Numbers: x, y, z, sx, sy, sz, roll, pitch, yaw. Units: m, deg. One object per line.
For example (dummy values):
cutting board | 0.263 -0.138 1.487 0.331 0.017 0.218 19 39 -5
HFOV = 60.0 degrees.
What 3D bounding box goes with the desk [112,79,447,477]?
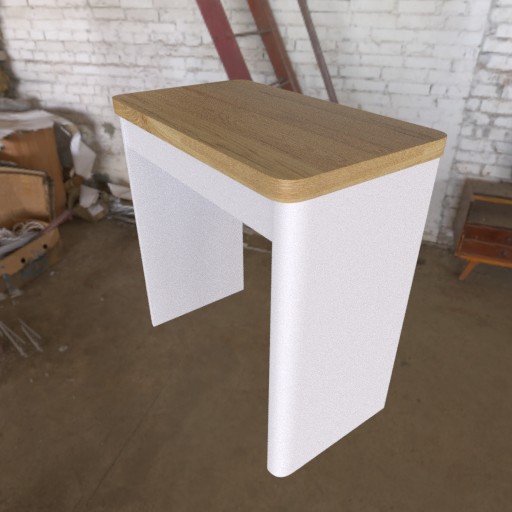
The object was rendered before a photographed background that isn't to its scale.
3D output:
desk | 0.000 0.000 1.246 0.440 0.790 0.760 -21 37 -30
